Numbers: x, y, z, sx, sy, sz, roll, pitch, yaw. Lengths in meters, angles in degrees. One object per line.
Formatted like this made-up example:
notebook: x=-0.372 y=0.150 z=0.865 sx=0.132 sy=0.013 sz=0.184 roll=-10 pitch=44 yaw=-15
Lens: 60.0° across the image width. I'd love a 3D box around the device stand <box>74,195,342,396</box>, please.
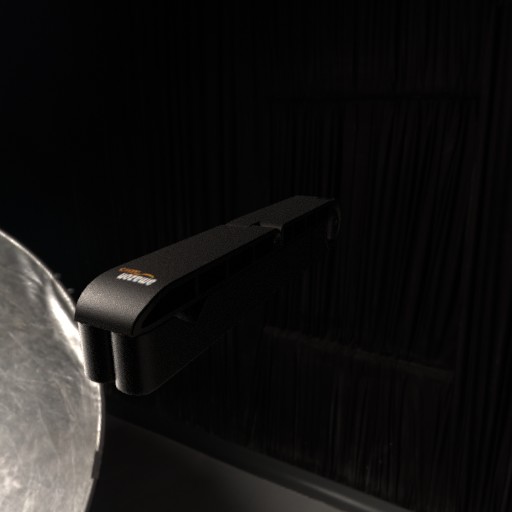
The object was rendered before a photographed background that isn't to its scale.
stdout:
device stand: x=0.000 y=0.000 z=0.195 sx=0.026 sy=0.030 sz=0.179 roll=9 pitch=20 yaw=26
